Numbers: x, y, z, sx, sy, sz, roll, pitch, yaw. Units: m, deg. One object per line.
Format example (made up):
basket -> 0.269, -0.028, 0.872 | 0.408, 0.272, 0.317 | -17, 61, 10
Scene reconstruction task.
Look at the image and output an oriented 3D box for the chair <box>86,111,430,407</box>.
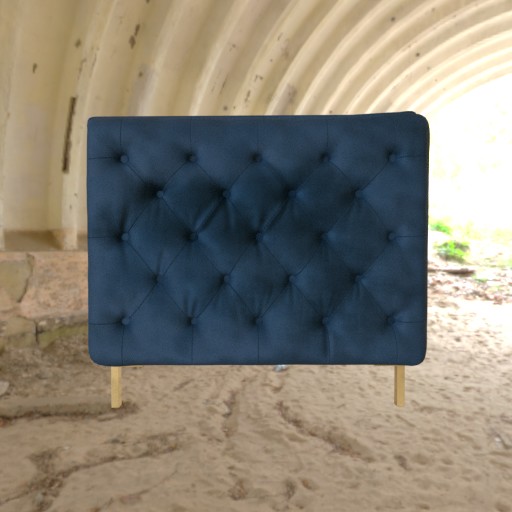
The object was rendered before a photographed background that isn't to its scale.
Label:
chair -> 0.000, 0.000, 1.514 | 0.877, 0.771, 0.868 | 0, 2, -1
